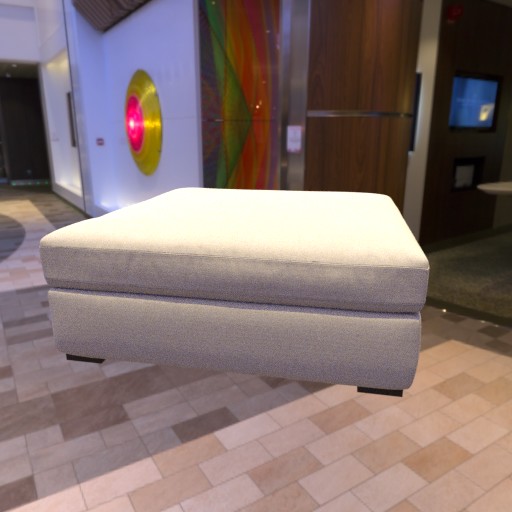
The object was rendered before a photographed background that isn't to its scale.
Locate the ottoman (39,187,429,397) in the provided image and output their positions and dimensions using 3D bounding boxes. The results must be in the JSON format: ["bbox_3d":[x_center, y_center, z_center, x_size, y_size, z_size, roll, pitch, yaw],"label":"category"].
[{"bbox_3d":[0.000,0.000,1.808,1.163,0.482,1.167,3,16,11],"label":"ottoman"}]
